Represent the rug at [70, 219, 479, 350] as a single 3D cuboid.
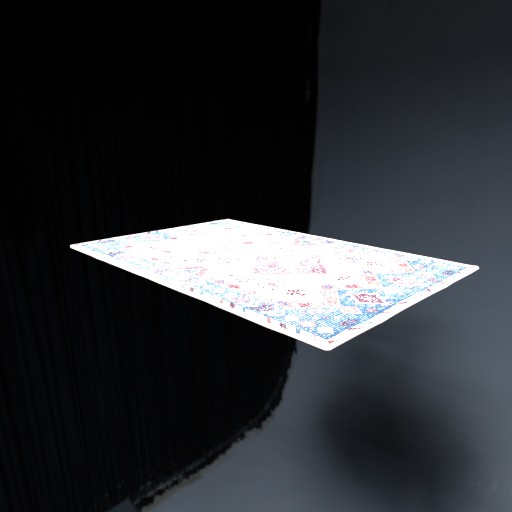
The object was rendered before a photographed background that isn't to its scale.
[{"bbox_3d":[0.000,0.000,2.347,1.225,0.015,1.840,-14,21,-43],"label":"rug"}]
